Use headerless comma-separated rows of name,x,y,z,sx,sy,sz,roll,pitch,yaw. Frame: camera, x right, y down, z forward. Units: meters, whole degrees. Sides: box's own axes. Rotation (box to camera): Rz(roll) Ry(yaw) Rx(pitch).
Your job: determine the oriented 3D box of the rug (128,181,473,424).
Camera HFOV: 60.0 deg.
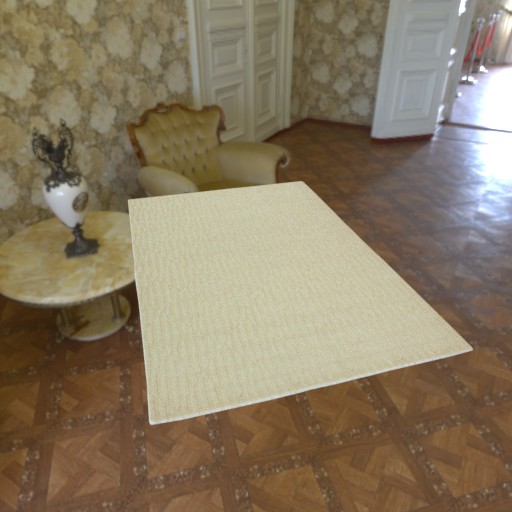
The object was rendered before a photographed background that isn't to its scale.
rug,0.000,0.000,2.318,1.238,0.014,1.848,-8,32,-14
